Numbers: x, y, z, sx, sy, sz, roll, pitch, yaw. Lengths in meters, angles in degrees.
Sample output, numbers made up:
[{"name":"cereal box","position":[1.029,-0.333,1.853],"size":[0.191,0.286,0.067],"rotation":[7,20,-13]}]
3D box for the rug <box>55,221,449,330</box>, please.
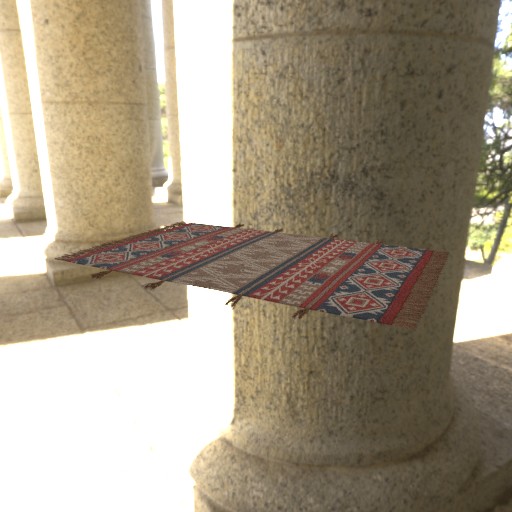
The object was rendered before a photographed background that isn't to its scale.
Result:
[{"name":"rug","position":[0.000,0.000,3.172],"size":[2.450,0.048,1.778],"rotation":[8,18,27]}]
